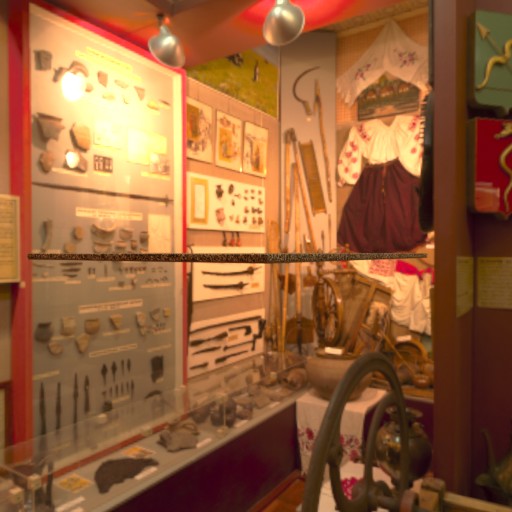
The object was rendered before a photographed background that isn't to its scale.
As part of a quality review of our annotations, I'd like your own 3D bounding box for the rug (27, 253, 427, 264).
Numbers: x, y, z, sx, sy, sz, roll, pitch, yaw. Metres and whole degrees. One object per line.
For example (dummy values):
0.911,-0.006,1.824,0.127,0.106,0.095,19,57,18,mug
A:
0.000,0.000,2.145,1.198,0.025,1.601,0,1,35,rug
